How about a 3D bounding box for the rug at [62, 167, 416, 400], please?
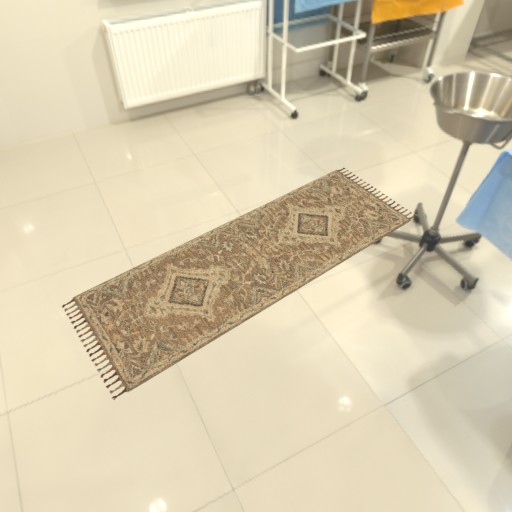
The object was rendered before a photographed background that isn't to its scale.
[{"bbox_3d":[0.000,0.000,2.830,2.378,0.018,1.324,-15,48,-14],"label":"rug"}]
